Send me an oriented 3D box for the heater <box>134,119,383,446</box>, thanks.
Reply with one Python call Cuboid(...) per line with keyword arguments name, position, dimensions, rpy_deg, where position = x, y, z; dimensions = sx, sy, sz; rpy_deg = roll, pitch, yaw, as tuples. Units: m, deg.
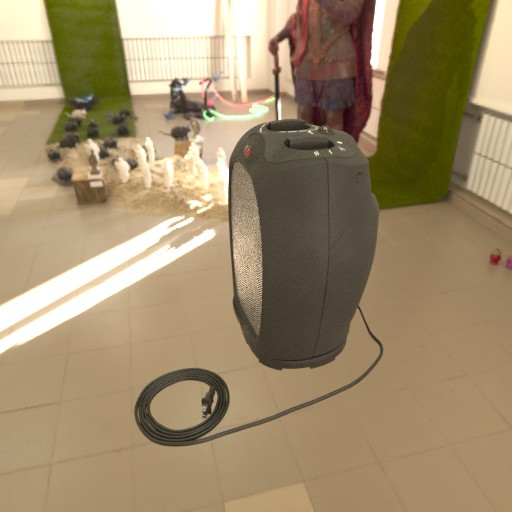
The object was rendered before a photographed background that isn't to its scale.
Cuboid(name="heater", position=(0.000, 0.000, 0.474), dimensions=(0.291, 0.255, 0.239), rpy_deg=(-8, 32, -13))
